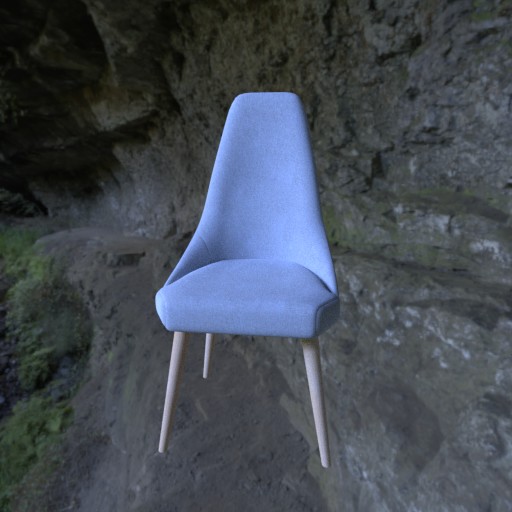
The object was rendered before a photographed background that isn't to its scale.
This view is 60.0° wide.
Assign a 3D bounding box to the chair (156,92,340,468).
[{"bbox_3d":[0.000,0.000,1.398,0.510,1.040,0.660,2,14,7],"label":"chair"}]
